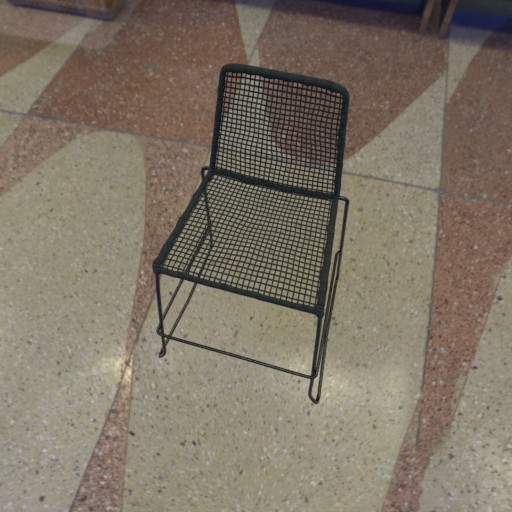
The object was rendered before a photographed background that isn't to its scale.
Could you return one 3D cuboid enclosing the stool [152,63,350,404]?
[{"bbox_3d":[0.000,0.000,1.292,0.590,0.905,0.509,14,60,8],"label":"stool"}]
